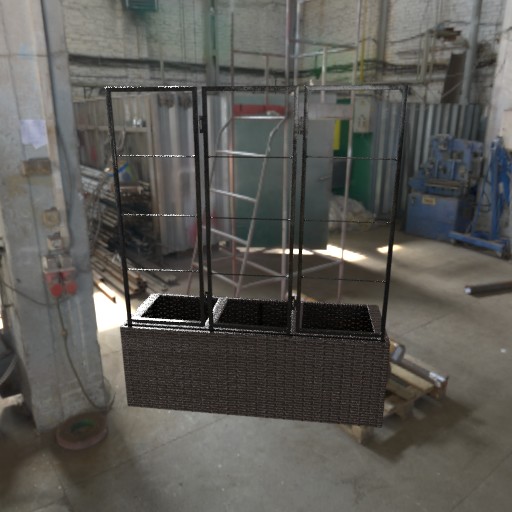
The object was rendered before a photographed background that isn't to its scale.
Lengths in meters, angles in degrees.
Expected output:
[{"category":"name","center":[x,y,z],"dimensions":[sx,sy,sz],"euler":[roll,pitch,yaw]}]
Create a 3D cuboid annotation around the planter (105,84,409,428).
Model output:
[{"category":"planter","center":[0.000,0.000,1.191],"dimensions":[0.699,0.841,0.244],"euler":[2,17,7]}]
